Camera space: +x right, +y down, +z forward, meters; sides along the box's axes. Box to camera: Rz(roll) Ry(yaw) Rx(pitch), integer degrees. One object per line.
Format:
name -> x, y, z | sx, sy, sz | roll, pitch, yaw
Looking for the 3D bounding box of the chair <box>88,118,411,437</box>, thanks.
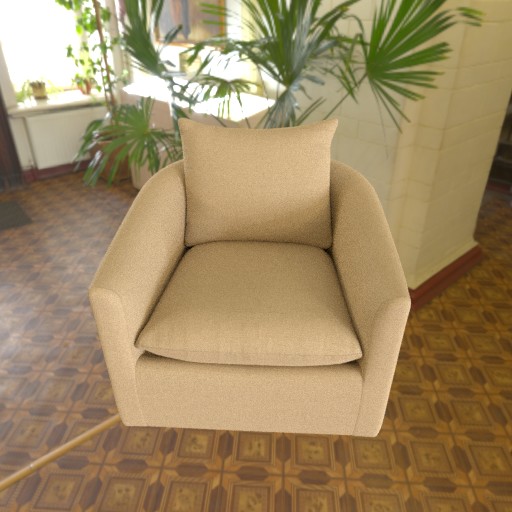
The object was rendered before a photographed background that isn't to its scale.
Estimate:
chair -> 0.000, 0.000, 1.579 | 0.845, 0.848, 0.910 | 2, 30, 3
